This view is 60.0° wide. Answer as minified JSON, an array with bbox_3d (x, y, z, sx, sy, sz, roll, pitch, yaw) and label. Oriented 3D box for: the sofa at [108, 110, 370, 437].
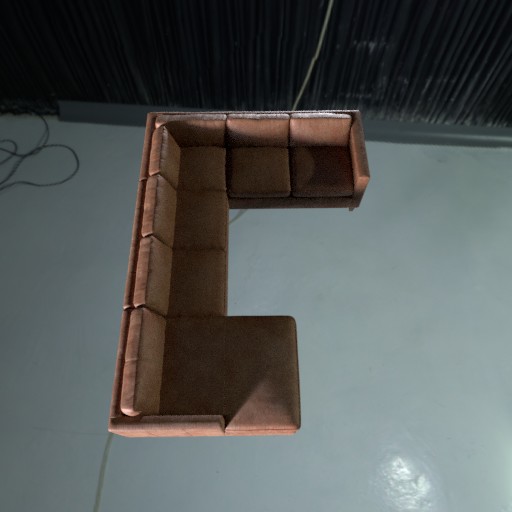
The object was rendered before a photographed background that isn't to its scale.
[{"bbox_3d":[0.000,0.000,4.569,2.430,0.832,3.401,-1,64,0],"label":"sofa"}]
